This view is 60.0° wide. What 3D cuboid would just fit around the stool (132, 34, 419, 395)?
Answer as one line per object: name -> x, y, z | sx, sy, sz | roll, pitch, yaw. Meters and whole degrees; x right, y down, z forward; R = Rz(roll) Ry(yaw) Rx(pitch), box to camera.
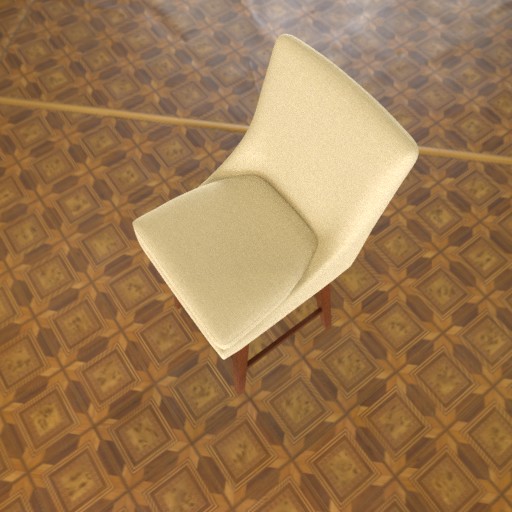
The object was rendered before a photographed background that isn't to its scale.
stool -> 0.000, 0.000, 1.387 | 0.559, 1.097, 0.470 | -34, 69, -15
